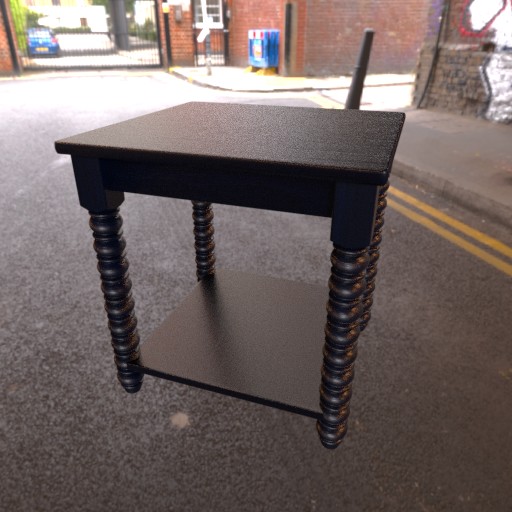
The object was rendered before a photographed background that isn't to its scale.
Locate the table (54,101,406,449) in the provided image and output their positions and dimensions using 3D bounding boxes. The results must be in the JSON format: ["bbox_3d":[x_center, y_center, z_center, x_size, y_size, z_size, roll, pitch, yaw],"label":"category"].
[{"bbox_3d":[0.000,0.000,0.981,0.533,0.567,0.500,9,28,17],"label":"table"}]
